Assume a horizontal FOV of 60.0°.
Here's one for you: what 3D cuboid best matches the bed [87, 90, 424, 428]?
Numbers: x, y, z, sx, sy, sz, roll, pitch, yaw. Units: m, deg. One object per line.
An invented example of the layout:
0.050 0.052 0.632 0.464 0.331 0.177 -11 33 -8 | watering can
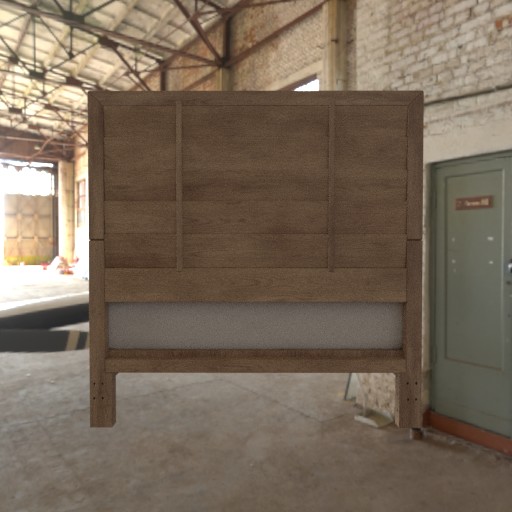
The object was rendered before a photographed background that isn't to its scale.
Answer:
0.000 0.000 3.146 1.615 1.631 2.017 0 1 0 | bed
